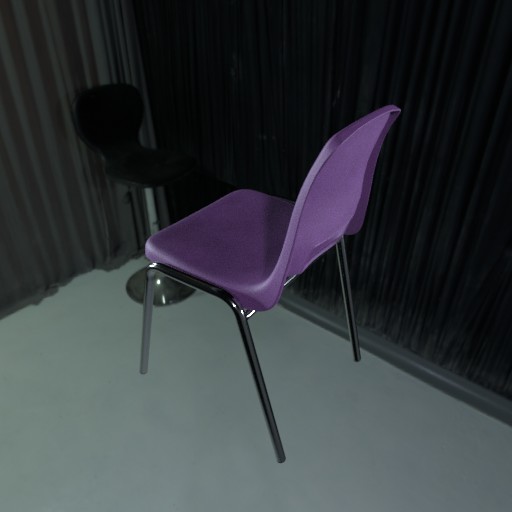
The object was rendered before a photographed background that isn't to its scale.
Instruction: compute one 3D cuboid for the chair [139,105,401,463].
[{"bbox_3d":[0.000,0.000,0.915,0.432,0.654,0.381,23,40,30],"label":"chair"}]
